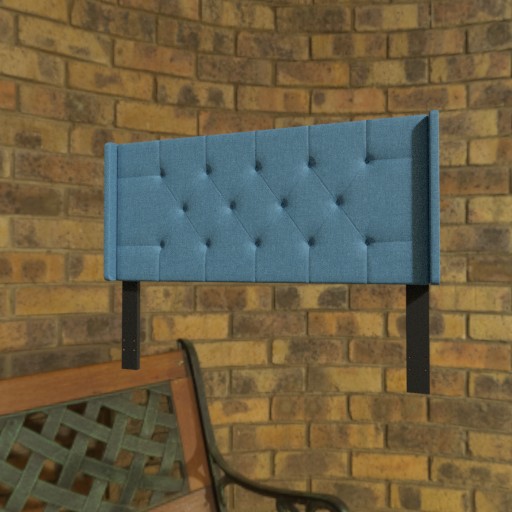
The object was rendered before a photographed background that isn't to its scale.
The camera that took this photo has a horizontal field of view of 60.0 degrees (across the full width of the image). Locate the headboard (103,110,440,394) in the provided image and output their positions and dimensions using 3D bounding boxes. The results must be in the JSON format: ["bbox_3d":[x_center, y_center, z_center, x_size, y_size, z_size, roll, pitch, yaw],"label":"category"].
[{"bbox_3d":[0.000,0.000,2.685,2.051,1.524,0.184,0,-1,18],"label":"headboard"}]
